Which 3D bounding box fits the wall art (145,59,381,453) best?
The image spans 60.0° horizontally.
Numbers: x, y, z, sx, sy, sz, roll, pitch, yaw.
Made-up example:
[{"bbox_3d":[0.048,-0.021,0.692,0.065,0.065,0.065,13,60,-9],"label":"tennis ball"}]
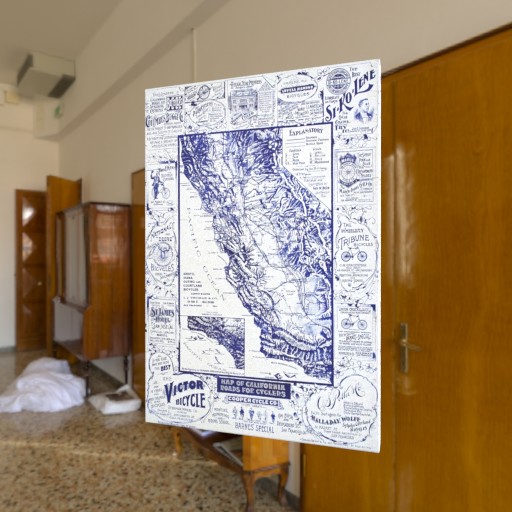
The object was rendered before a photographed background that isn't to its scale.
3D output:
[{"bbox_3d":[0.000,0.000,0.756,0.408,0.601,0.040,0,0,18],"label":"wall art"}]
